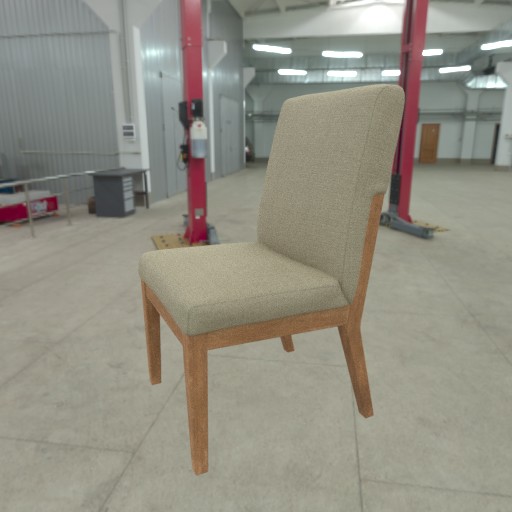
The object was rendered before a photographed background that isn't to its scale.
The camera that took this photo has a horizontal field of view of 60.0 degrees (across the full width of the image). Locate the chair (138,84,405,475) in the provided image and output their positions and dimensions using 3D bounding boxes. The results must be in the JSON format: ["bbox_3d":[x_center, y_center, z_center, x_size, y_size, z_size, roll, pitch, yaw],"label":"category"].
[{"bbox_3d":[0.000,0.000,1.265,0.586,0.911,0.507,-7,17,-25],"label":"chair"}]
